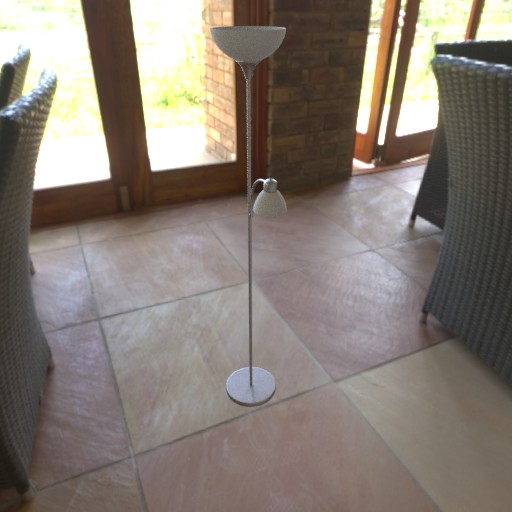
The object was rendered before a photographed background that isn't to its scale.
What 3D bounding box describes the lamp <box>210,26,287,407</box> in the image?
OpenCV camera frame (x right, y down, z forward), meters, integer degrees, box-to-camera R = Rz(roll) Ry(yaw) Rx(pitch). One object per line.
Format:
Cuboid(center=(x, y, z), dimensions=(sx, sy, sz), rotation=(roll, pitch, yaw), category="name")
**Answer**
Cuboid(center=(0.000, 0.000, 1.979), dimensions=(0.279, 1.804, 0.425), rotation=(-11, 32, -18), category="lamp")
